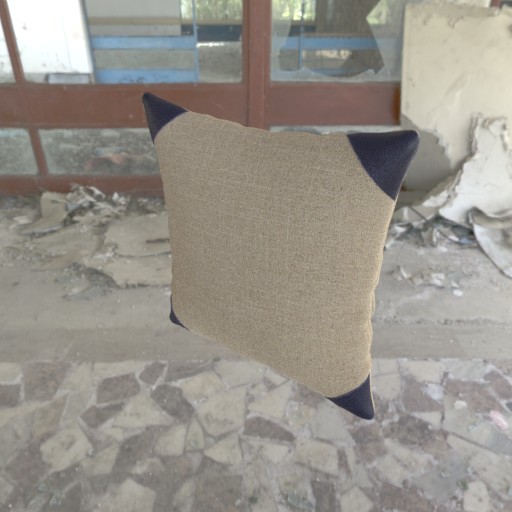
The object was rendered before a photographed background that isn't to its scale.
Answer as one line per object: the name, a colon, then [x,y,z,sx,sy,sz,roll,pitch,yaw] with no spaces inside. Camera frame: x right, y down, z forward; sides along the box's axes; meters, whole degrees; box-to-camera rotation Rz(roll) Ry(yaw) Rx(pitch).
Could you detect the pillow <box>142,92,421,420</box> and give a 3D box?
pillow: [0.000,0.000,0.685,0.440,0.441,0.147,19,34,30]
